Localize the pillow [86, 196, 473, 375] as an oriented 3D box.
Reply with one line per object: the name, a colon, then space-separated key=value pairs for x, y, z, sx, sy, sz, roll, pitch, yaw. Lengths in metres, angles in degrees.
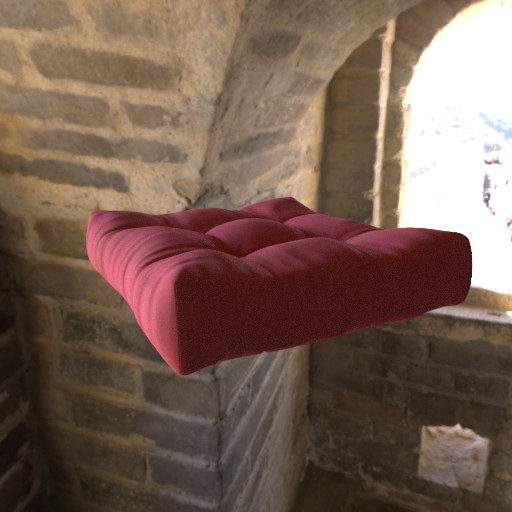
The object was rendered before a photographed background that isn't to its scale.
pillow: x=0.000 y=0.000 z=0.727 sx=0.468 sy=0.128 sz=0.490 roll=-8 pitch=17 yaw=-28
